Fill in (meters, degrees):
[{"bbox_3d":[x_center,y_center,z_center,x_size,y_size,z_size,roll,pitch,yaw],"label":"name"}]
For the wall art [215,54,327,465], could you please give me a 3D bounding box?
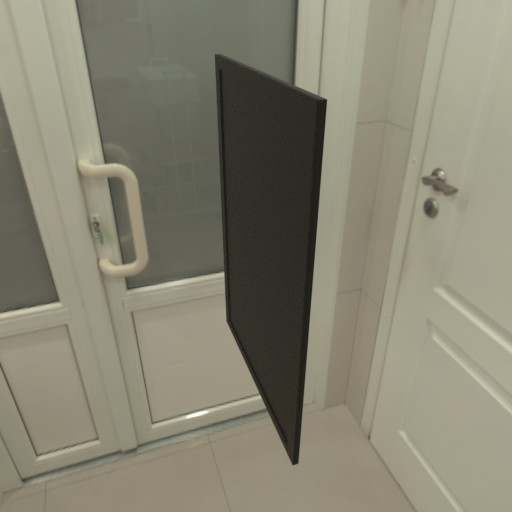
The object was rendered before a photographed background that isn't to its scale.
[{"bbox_3d":[0.000,0.000,0.848,0.012,0.661,0.451,-10,32,-16],"label":"wall art"}]
